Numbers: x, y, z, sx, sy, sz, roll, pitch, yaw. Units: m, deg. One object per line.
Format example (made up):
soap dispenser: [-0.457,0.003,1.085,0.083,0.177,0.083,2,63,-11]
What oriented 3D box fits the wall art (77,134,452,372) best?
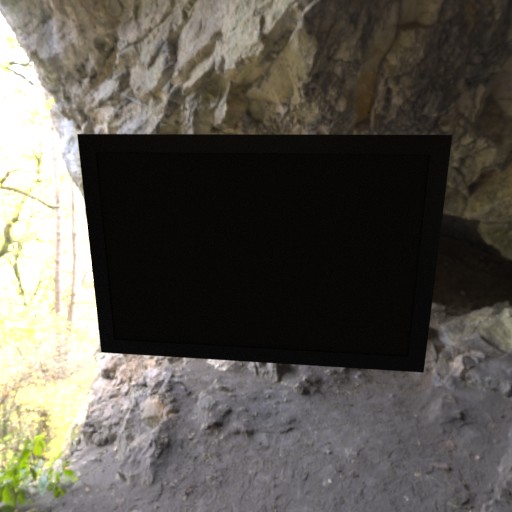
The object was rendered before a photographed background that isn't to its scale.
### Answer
wall art: [0.000,0.000,0.845,0.660,0.447,0.013,2,17,7]
